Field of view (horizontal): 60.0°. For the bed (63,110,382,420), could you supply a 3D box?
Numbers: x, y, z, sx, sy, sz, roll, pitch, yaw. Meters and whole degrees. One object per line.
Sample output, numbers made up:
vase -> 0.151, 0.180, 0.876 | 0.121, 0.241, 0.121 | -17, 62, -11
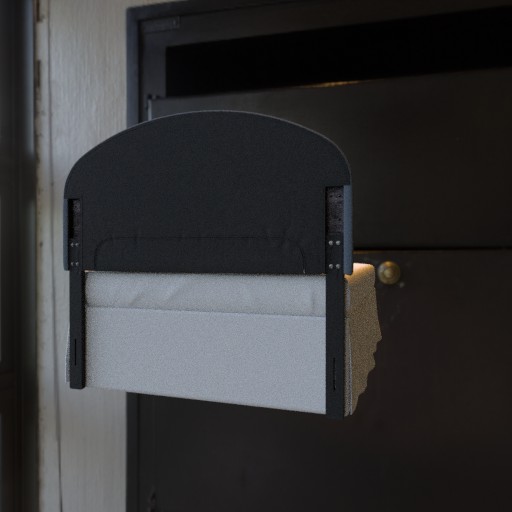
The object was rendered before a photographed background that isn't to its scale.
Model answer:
bed -> 0.000, 0.000, 3.080 | 1.607, 1.410, 2.005 | 0, 0, 18
